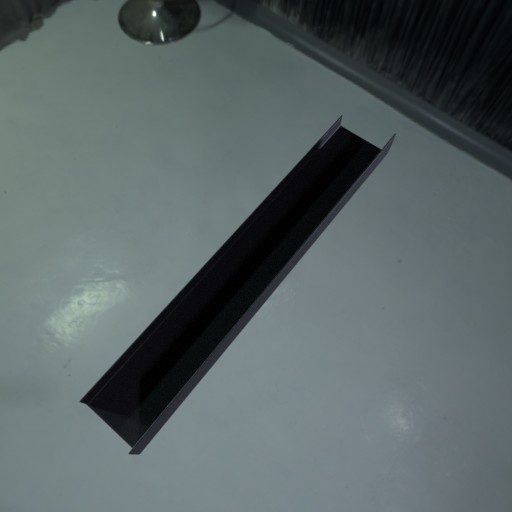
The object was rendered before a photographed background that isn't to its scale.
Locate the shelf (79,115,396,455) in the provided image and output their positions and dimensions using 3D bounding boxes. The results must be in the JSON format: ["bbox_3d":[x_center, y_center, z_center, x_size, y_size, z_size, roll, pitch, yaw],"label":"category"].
[{"bbox_3d":[0.000,0.000,0.655,0.102,0.053,0.605,36,70,15],"label":"shelf"}]
